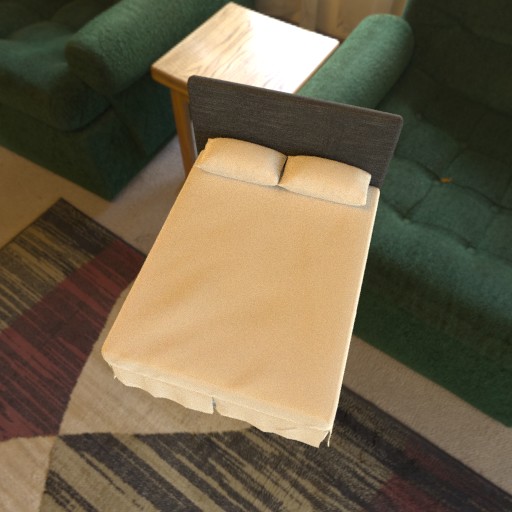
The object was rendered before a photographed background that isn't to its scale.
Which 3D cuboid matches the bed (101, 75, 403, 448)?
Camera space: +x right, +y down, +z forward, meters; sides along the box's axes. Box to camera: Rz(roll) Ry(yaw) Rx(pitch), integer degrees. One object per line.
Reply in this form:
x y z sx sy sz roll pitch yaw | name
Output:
0.000 0.000 3.313 1.723 1.330 2.142 14 59 9 | bed
